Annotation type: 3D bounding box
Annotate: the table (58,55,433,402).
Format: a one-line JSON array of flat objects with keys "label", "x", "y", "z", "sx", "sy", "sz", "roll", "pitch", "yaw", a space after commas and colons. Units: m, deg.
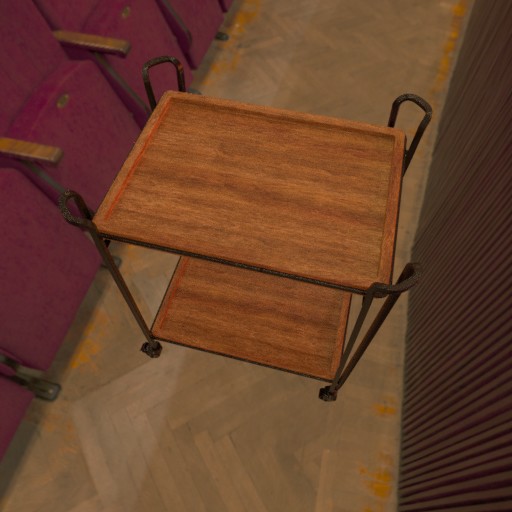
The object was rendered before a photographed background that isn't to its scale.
[{"label": "table", "x": 0.000, "y": 0.000, "z": 1.210, "sx": 0.672, "sy": 0.785, "sz": 0.505, "roll": 12, "pitch": 58, "yaw": 8}]
